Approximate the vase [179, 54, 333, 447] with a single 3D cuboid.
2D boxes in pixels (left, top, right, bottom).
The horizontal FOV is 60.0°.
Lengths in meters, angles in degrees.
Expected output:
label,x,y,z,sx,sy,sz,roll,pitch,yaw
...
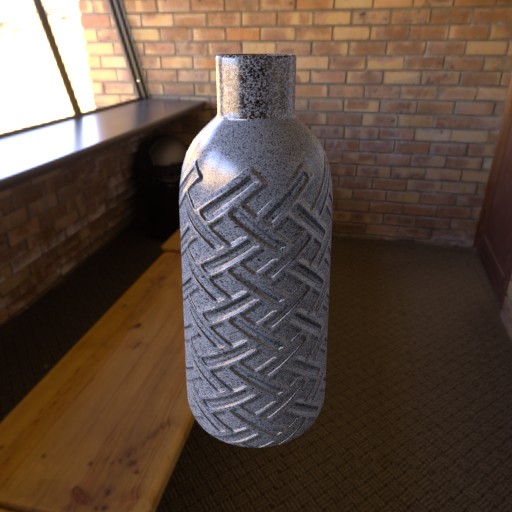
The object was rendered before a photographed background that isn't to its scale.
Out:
label,x,y,z,sx,sy,sz,roll,pitch,yaw
vase,0.000,0.000,0.341,0.122,0.282,0.122,0,25,0
